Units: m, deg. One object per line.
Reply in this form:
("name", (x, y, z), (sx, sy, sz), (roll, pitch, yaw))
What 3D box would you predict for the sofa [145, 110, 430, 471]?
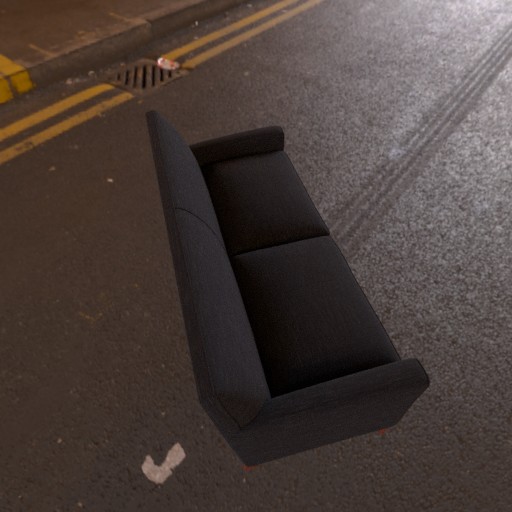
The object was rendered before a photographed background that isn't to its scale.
("sofa", (0.000, 0.000, 2.394), (0.875, 0.846, 1.976), (-11, 47, -10))
